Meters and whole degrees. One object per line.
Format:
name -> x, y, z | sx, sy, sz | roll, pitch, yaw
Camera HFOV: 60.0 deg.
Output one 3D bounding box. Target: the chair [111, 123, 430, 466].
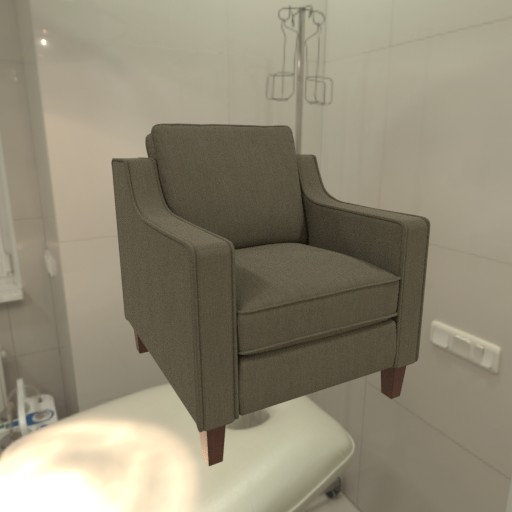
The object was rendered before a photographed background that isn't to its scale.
chair -> 0.000, 0.000, 1.662 | 0.831, 0.960, 0.909 | -8, 17, -27
